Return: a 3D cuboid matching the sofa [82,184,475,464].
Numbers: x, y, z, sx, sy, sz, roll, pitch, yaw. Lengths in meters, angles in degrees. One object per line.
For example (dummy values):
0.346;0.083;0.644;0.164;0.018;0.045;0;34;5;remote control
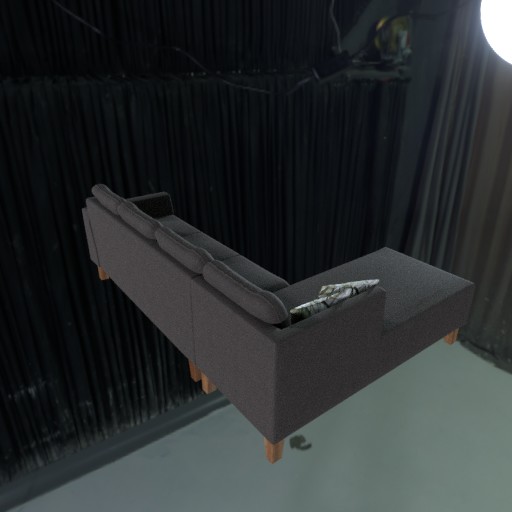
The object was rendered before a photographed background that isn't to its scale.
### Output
0.000;0.000;3.533;1.829;0.932;2.679;-18;31;-33;sofa
